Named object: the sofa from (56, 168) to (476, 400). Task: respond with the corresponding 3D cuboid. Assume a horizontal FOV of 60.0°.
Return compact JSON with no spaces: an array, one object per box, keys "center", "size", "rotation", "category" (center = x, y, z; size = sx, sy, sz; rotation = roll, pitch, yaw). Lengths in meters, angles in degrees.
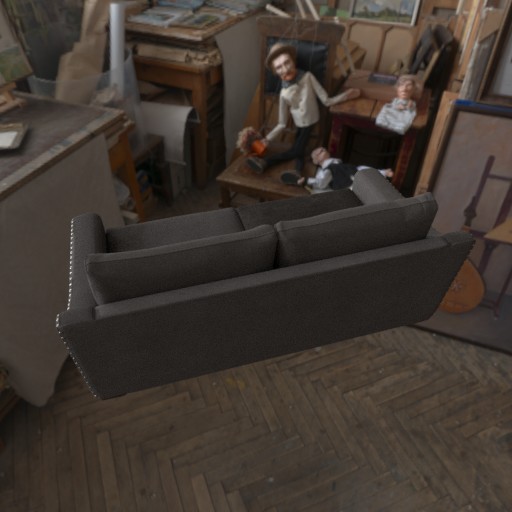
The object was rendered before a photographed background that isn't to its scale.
[{"center":[0.000,0.000,3.289],"size":[2.550,1.196,1.336],"rotation":[-11,43,-12],"category":"sofa"}]
